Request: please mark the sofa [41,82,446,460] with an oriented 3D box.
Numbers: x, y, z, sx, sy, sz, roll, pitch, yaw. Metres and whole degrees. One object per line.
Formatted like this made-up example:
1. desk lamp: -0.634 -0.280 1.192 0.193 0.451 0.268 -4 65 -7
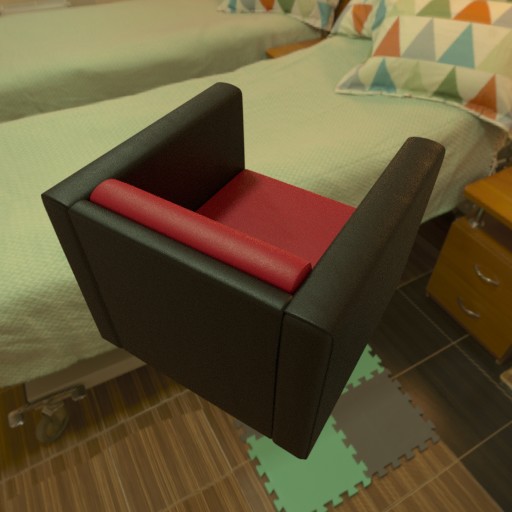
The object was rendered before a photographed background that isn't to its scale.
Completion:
1. sofa: 0.000 0.000 1.460 0.839 0.724 0.809 24 50 22
